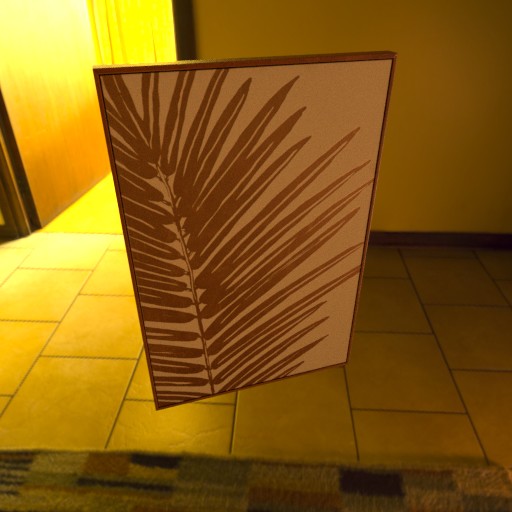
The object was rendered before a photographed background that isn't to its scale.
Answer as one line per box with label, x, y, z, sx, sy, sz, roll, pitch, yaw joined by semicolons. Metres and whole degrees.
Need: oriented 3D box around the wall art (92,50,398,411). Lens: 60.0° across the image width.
wall art;0.000;0.000;1.111;0.610;0.914;0.037;-9;34;-14
